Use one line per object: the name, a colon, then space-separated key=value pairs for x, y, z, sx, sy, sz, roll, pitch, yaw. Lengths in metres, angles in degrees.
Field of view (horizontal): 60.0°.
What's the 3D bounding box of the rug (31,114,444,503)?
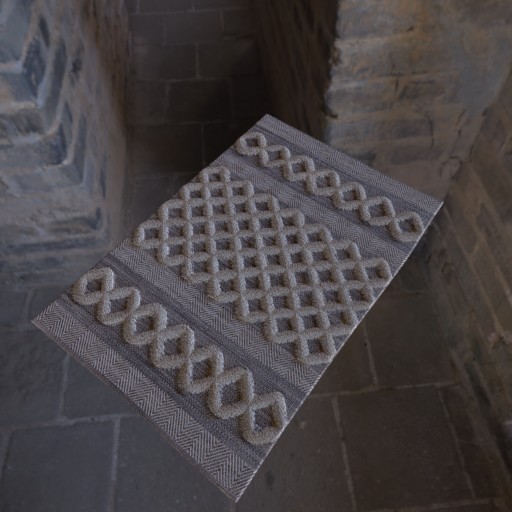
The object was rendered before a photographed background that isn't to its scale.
rug: x=0.000 y=0.000 z=2.230 sx=1.222 sy=0.030 sz=1.823 roll=33 pitch=62 yaw=19
